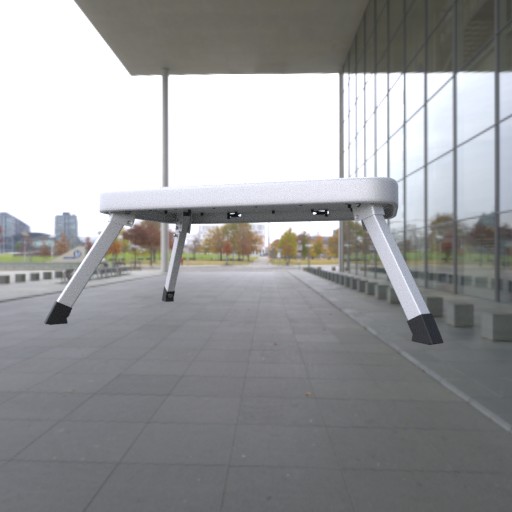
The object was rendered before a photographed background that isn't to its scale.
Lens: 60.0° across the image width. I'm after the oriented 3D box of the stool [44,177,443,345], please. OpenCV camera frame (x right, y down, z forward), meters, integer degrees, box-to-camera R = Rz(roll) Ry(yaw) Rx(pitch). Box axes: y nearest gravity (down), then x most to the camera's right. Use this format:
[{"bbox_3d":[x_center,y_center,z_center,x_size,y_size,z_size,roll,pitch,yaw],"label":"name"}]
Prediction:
[{"bbox_3d":[0.000,0.000,0.629,0.460,0.170,0.320,0,0,17],"label":"stool"}]
